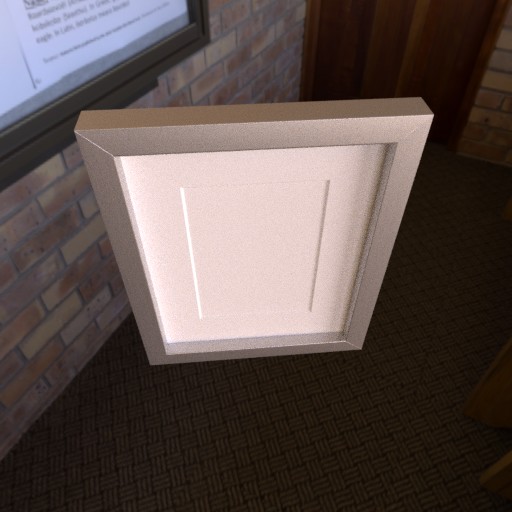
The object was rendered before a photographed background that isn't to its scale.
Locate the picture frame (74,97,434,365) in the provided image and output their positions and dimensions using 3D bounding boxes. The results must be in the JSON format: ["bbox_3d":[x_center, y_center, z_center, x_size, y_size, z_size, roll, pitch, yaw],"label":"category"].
[{"bbox_3d":[0.000,0.000,0.398,0.233,0.282,0.036,-4,46,-3],"label":"picture frame"}]
